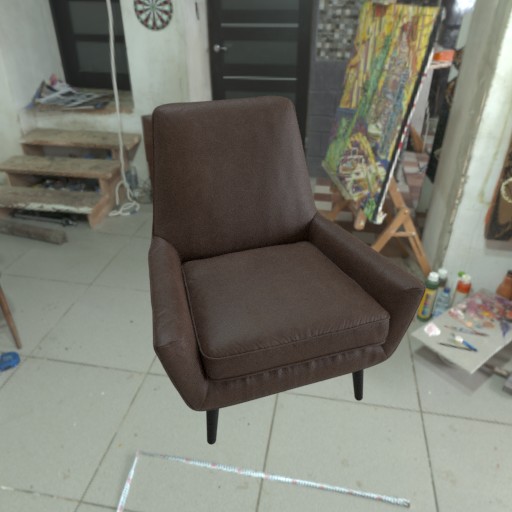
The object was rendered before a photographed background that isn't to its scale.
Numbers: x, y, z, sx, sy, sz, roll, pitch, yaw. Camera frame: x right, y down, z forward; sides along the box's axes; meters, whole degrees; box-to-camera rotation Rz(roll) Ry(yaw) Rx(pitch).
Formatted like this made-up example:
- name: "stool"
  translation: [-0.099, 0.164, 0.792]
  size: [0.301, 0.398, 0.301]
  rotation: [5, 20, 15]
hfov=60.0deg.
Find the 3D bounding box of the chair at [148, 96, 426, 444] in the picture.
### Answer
- name: "chair"
  translation: [0.000, 0.000, 1.506]
  size: [0.787, 0.888, 0.824]
  rotation: [-10, 33, -16]
